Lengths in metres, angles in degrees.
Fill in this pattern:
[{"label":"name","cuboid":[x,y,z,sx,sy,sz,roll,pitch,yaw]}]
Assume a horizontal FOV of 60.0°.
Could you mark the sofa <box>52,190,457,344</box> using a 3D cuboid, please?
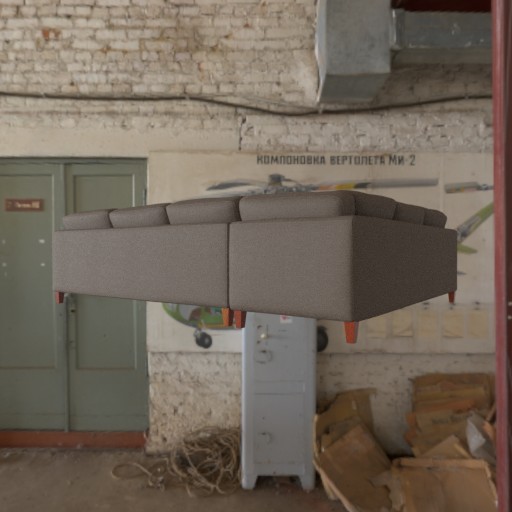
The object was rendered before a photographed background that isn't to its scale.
[{"label":"sofa","cuboid":[0.000,0.000,4.496,3.302,0.947,2.593,1,1,37]}]
